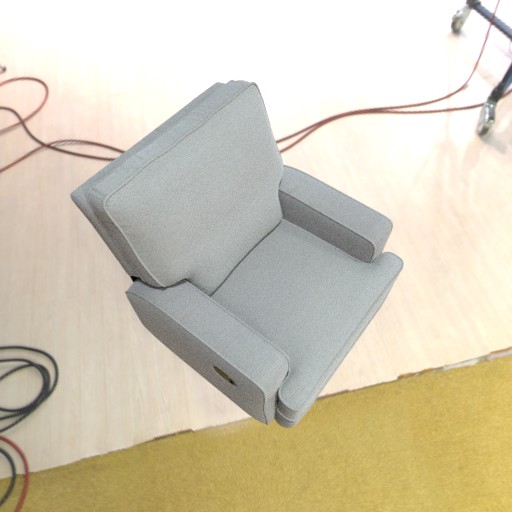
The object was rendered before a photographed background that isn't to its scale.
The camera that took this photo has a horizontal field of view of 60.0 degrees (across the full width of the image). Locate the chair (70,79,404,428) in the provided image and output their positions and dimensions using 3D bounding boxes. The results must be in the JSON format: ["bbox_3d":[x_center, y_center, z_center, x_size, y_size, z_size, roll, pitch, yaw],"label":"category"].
[{"bbox_3d":[0.000,0.000,1.732,0.969,0.964,0.861,34,64,19],"label":"chair"}]
